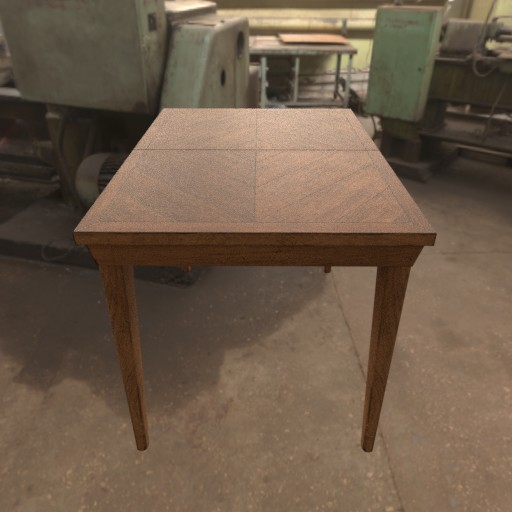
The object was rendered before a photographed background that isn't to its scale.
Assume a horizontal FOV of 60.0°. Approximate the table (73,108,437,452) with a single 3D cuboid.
[{"bbox_3d":[0.000,0.000,1.556,0.757,0.760,1.027,0,32,0],"label":"table"}]
